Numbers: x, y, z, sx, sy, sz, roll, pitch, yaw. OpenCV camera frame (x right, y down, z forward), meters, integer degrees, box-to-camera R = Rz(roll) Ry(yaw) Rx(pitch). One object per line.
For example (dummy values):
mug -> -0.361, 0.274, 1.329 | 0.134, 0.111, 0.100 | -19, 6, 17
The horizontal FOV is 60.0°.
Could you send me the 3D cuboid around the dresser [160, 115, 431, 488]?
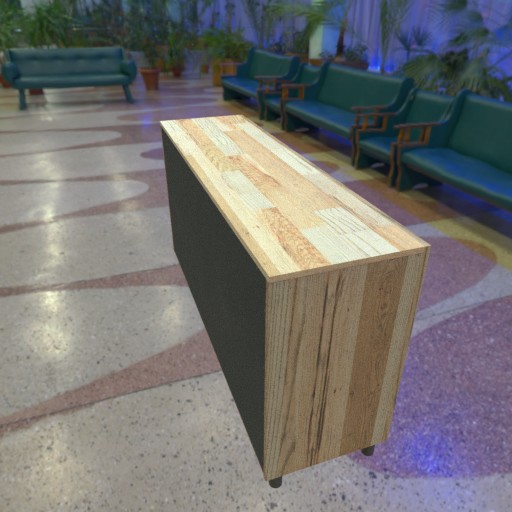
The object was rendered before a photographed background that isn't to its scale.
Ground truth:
dresser -> 0.000, 0.000, 1.905 | 0.487, 0.834, 1.547 | -10, 32, -17
